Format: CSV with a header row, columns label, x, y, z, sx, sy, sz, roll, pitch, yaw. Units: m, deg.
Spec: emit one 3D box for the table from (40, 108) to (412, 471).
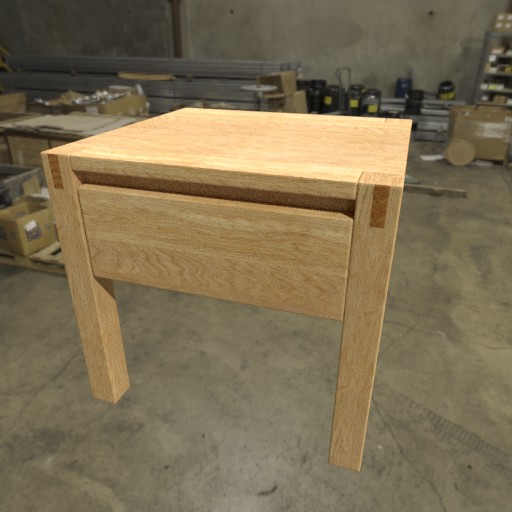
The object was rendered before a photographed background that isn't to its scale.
label,x,y,z,sx,sy,sz,roll,pitch,yaw
table,0.000,0.000,0.827,0.480,0.450,0.440,9,28,17
